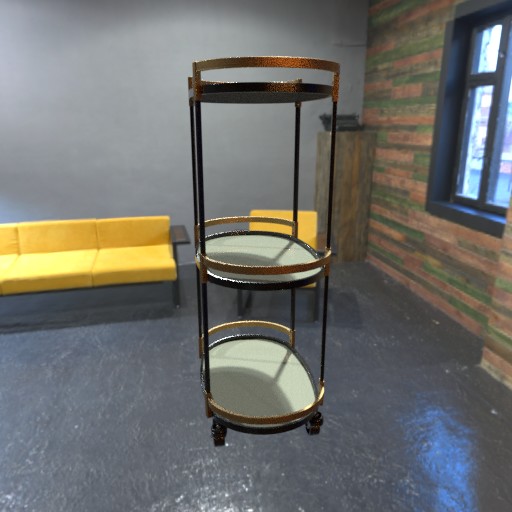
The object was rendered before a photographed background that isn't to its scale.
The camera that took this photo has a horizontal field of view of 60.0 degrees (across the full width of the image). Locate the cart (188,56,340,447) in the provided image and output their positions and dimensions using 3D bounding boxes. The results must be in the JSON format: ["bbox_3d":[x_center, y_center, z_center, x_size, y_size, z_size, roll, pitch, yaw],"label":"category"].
[{"bbox_3d":[0.000,0.000,1.147,0.311,0.885,0.515,-3,17,-10],"label":"cart"}]
